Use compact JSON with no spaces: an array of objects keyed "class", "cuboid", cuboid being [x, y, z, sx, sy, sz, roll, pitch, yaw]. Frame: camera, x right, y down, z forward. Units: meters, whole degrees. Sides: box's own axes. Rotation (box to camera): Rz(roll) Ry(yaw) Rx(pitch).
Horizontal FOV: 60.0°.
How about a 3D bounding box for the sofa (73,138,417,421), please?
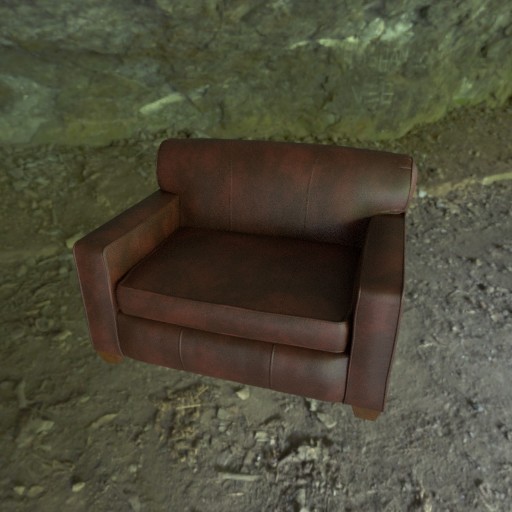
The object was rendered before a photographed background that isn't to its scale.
[{"class":"sofa","cuboid":[0.000,0.000,2.176,1.413,0.956,1.000,8,28,15]}]
